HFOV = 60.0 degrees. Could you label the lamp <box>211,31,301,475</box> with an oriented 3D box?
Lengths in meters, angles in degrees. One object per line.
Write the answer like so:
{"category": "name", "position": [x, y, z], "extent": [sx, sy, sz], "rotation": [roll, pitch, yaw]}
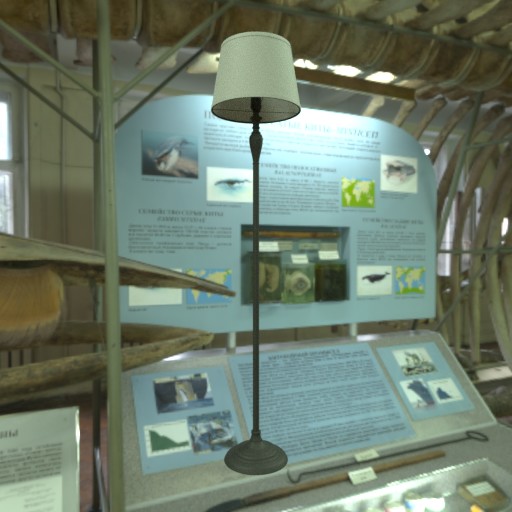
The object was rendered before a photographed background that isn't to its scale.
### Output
{"category": "lamp", "position": [0.000, 0.000, 1.626], "extent": [0.327, 1.506, 0.327], "rotation": [1, 2, 36]}
